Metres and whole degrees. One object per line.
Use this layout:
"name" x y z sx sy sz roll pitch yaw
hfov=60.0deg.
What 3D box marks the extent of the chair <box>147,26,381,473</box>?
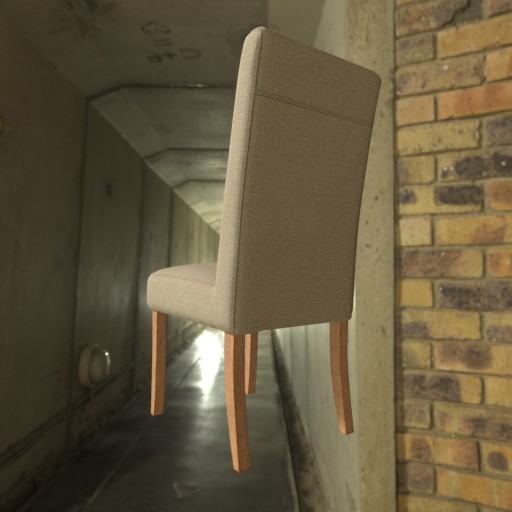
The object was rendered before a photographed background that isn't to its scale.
"chair" 0.000 0.000 1.339 0.450 1.033 0.611 0 -1 -37
